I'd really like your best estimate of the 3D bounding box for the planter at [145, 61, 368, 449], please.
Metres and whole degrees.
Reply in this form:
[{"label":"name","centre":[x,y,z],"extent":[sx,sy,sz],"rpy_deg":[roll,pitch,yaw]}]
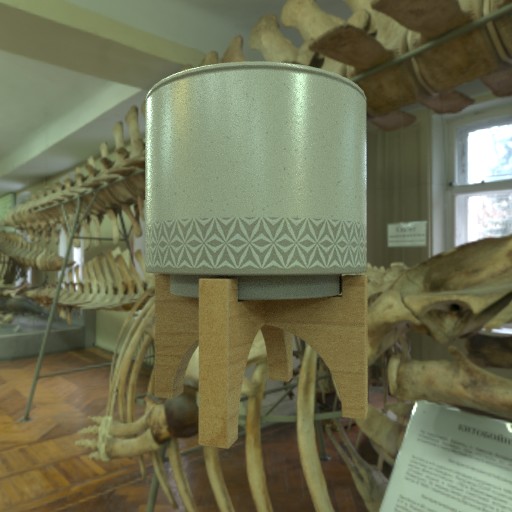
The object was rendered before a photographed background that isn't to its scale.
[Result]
[{"label":"planter","centre":[0.000,0.000,0.267],"extent":[0.130,0.178,0.130],"rpy_deg":[0,0,0]}]
